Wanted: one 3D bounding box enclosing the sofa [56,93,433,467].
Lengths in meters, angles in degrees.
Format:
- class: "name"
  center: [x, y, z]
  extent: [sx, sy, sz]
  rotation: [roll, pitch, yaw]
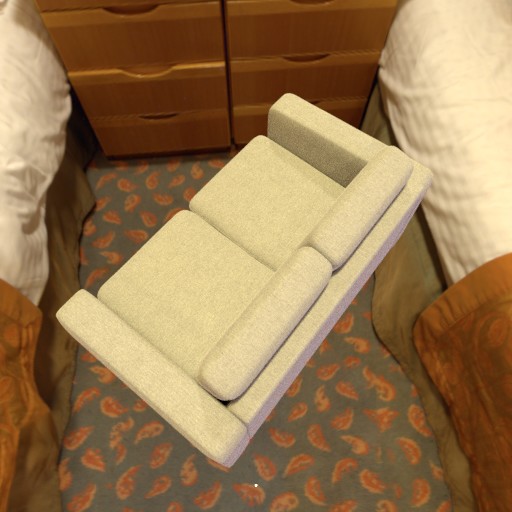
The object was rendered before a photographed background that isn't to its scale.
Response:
- class: "sofa"
  center: [0.000, 0.000, 2.028]
  extent: [0.900, 0.800, 1.540]
  rotation: [35, 68, 16]
